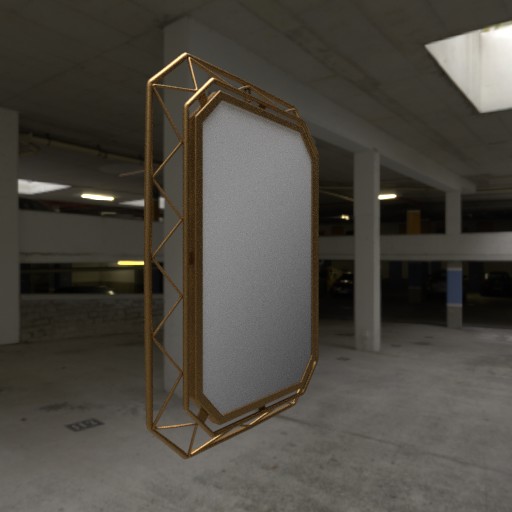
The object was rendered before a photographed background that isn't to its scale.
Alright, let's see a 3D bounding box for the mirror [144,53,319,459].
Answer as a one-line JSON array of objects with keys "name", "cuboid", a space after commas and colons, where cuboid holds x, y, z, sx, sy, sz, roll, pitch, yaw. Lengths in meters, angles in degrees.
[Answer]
[{"name": "mirror", "cuboid": [0.000, 0.000, 0.710, 0.042, 0.566, 0.417, 0, 0, 37]}]
